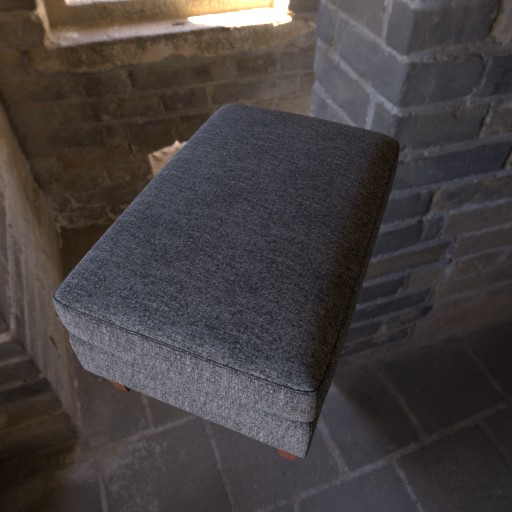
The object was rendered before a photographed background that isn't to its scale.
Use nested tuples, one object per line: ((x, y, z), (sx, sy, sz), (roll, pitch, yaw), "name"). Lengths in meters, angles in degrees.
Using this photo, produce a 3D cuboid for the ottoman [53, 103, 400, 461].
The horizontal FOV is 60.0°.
((0.000, 0.000, 1.201), (0.584, 0.483, 0.864), (16, 49, 15), "ottoman")
